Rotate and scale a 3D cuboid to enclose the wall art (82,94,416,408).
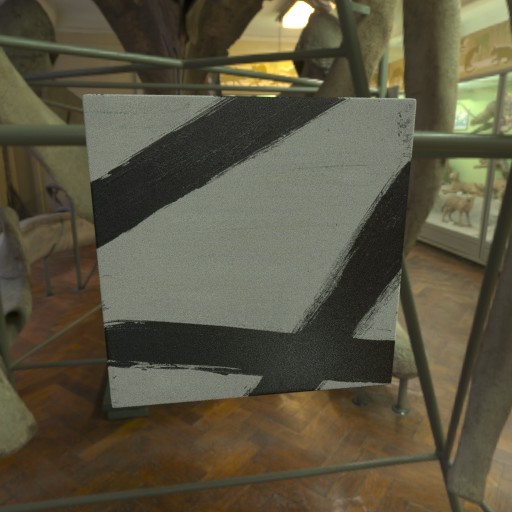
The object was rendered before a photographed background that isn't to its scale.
[{"bbox_3d":[0.000,0.000,0.753,0.507,0.508,0.050,-2,15,-8],"label":"wall art"}]
